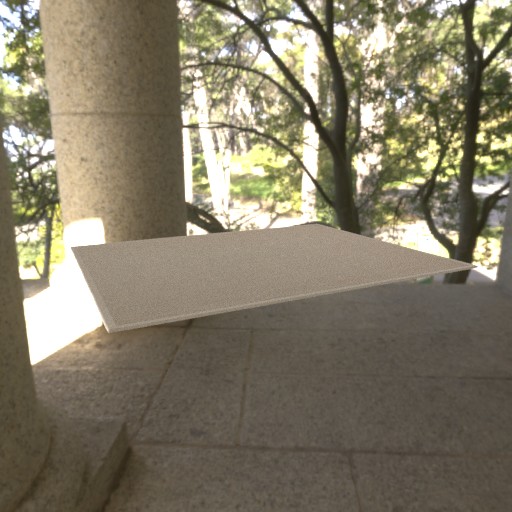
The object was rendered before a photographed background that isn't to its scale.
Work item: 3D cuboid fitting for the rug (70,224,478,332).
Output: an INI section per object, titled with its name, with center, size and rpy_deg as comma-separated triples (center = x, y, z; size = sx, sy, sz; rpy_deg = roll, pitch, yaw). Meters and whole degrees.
[rug]
center = 0.000, 0.000, 4.151
size = 3.051, 0.020, 2.407
rpy_deg = -7, 15, -26
